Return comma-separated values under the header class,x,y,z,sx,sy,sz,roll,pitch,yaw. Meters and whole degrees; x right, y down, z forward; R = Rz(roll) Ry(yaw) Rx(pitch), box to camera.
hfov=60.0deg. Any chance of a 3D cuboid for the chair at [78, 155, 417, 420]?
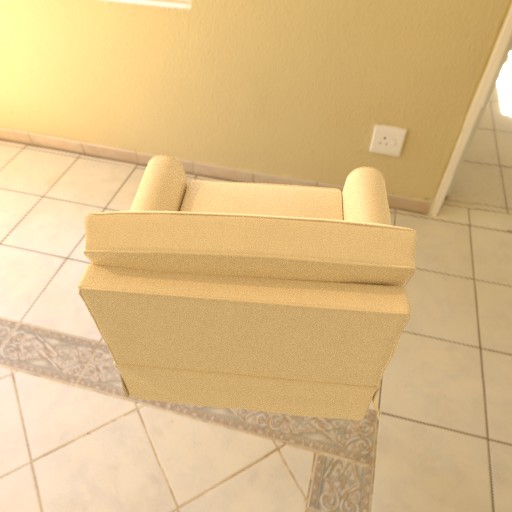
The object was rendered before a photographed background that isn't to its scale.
class,x,y,z,sx,sy,sz,roll,pitch,yaw
chair,0.000,0.000,1.793,1.099,0.958,0.904,4,49,4
